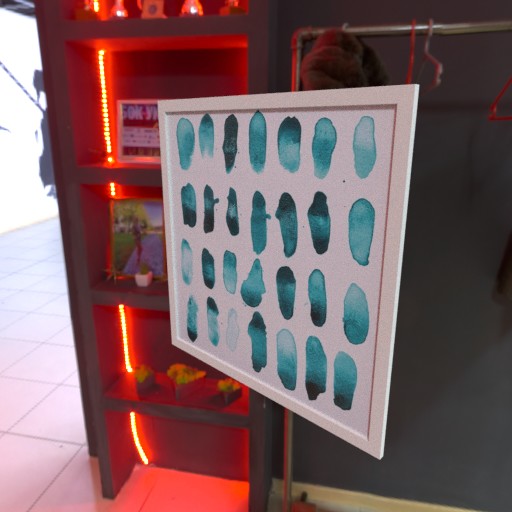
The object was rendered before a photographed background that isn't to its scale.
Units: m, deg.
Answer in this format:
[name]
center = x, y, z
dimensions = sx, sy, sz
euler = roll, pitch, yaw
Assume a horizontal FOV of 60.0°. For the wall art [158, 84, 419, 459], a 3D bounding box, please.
[wall art]
center = 0.000, 0.000, 0.667
dimensions = 0.456, 0.457, 0.009
euler = 15, 22, 42
